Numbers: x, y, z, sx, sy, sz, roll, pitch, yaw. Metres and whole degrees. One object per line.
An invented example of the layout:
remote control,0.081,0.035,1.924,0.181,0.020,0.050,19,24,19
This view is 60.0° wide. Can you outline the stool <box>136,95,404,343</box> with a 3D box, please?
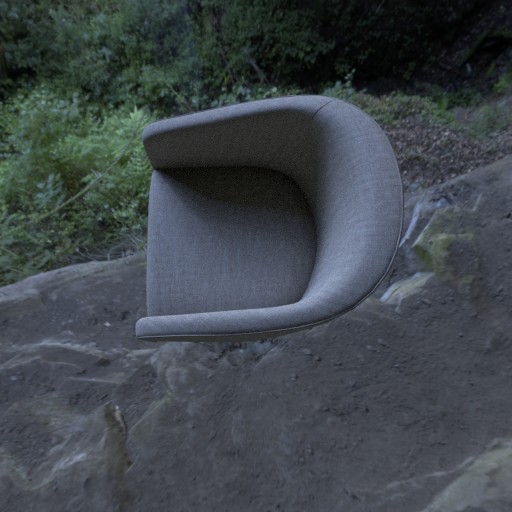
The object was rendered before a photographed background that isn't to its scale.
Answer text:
stool,0.000,0.000,1.422,0.607,1.078,0.559,-2,76,0
